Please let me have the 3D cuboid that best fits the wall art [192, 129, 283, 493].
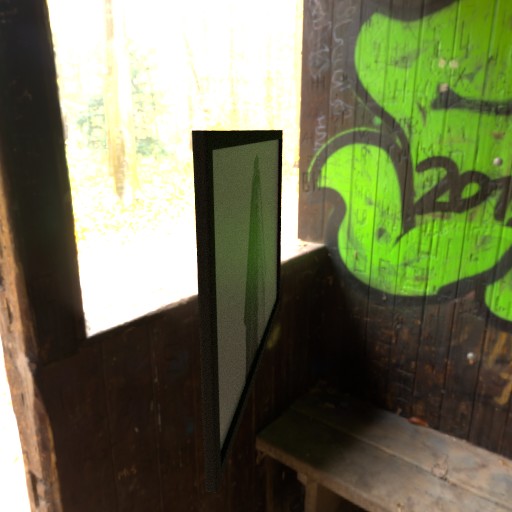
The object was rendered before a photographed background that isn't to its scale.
[{"bbox_3d":[0.000,0.000,1.198,0.026,0.656,0.958,3,16,10],"label":"wall art"}]
